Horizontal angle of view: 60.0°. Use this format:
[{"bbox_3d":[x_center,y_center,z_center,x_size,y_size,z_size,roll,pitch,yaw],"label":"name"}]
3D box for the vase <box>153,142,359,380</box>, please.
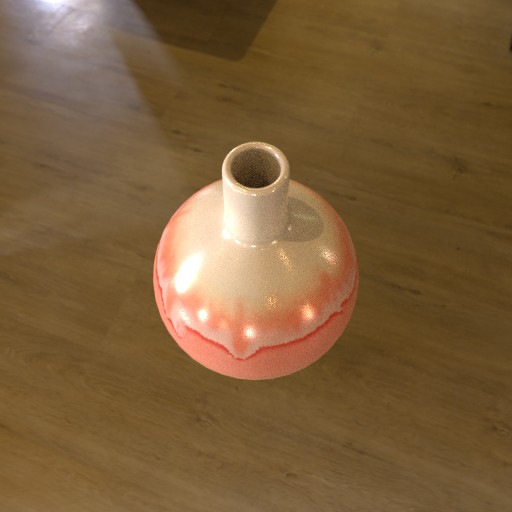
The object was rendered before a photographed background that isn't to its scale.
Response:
[{"bbox_3d":[0.000,0.000,0.275,0.137,0.176,0.137,0,63,0],"label":"vase"}]
